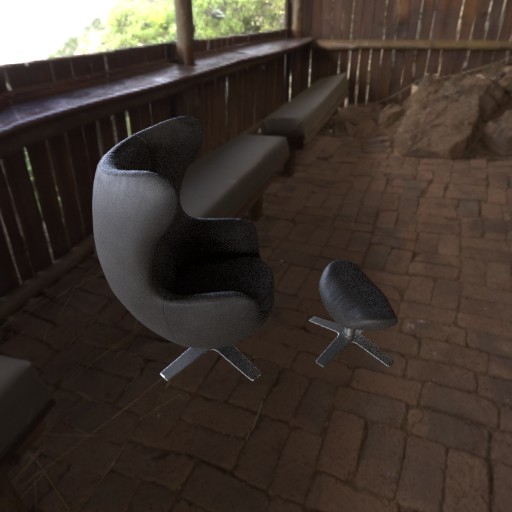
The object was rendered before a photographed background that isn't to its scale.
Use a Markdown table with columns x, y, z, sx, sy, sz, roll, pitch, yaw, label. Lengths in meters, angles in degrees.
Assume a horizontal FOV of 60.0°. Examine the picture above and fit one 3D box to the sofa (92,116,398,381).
| x | y | z | sx | sy | sz | roll | pitch | yaw | label |
| --- | --- | --- | --- | --- | --- | --- | --- | --- | --- |
| 0.000 | 0.000 | 2.144 | 1.444 | 1.135 | 0.894 | 0 | 31 | 0 | sofa |
